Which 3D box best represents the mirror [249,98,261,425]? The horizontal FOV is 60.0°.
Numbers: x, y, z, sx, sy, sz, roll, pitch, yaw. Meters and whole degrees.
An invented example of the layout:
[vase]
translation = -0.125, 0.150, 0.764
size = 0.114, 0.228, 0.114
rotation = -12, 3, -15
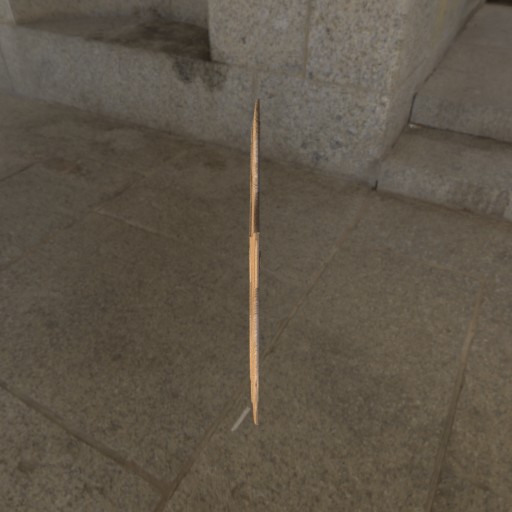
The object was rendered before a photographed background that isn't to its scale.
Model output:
[mirror]
translation = 0.000, 0.000, 1.047
size = 0.019, 0.686, 0.686
rotation = 0, 40, 0
